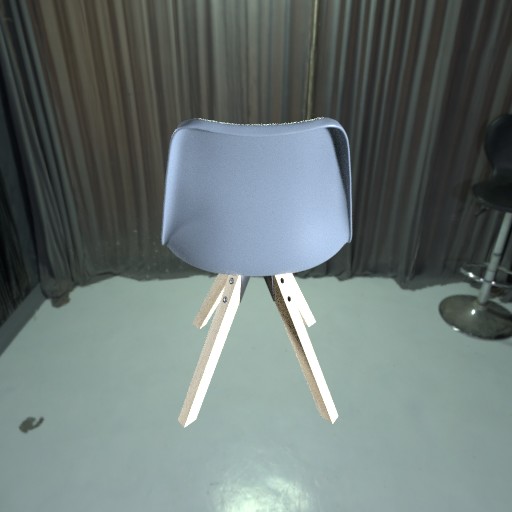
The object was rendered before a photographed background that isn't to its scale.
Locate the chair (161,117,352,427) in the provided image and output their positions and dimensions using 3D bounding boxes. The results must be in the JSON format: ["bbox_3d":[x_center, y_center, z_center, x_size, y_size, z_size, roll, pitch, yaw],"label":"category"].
[{"bbox_3d":[0.000,0.000,1.217,0.485,0.850,0.550,-1,30,-2],"label":"chair"}]
